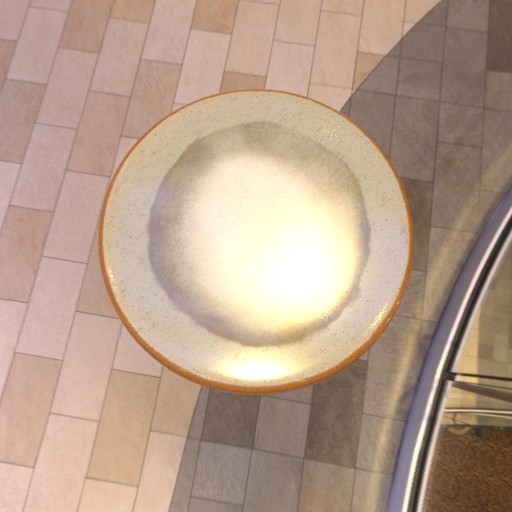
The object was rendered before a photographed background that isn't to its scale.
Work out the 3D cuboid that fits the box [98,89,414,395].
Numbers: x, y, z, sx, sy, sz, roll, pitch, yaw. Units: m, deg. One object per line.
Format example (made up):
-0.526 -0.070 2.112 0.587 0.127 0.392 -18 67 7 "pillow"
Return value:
0.000 0.000 0.216 0.123 0.100 0.123 0 77 0 "box"
